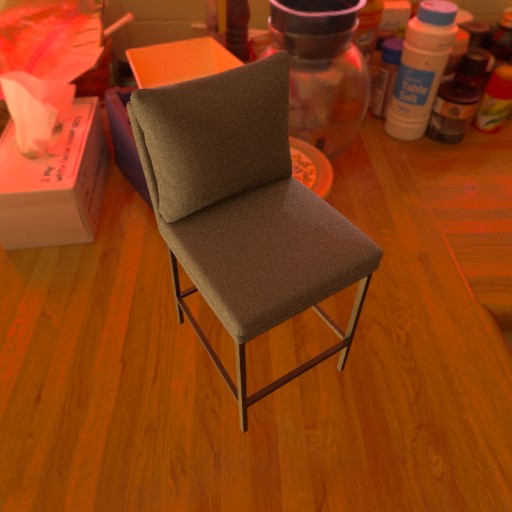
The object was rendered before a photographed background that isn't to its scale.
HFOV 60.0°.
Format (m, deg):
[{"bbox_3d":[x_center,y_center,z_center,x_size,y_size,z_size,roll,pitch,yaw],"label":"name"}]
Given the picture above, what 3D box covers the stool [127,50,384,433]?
[{"bbox_3d":[0.000,0.000,1.361,0.463,1.031,0.569,-25,52,-21],"label":"stool"}]
